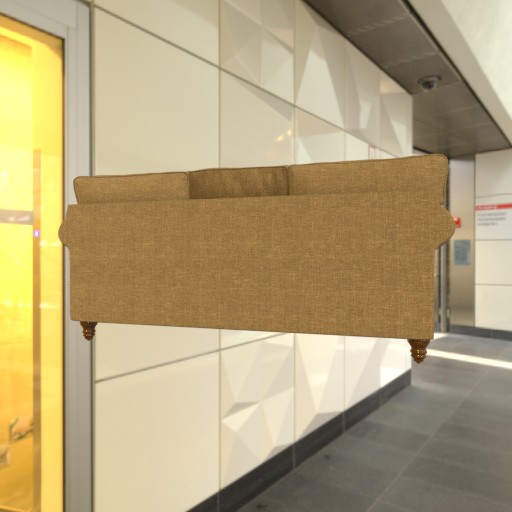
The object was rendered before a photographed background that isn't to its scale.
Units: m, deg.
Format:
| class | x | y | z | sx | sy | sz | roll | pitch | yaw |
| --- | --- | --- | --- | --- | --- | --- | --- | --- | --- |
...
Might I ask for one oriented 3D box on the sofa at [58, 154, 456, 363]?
| class | x | y | z | sx | sy | sz | roll | pitch | yaw |
| --- | --- | --- | --- | --- | --- | --- | --- | --- | --- |
| sofa | 0.000 | 0.000 | 2.620 | 2.084 | 0.961 | 0.916 | 0 | 0 | 17 |
